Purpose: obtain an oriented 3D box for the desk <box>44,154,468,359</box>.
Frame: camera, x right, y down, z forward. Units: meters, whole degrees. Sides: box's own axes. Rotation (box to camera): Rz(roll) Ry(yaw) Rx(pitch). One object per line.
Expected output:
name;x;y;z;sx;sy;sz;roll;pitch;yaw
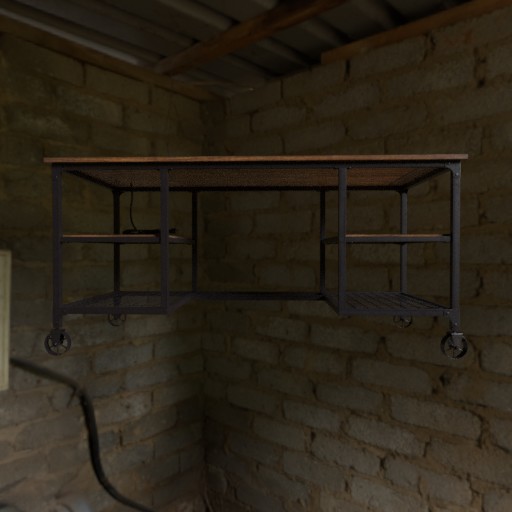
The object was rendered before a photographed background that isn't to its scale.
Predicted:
desk;0.000;0.000;1.988;1.590;0.751;0.711;0;1;2
